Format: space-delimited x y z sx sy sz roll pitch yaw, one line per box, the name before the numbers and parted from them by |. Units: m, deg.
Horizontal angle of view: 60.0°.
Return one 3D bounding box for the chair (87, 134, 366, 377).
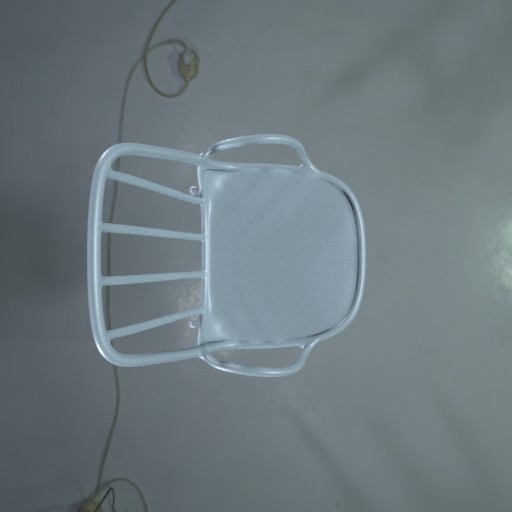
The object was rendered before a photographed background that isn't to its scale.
chair | 0.000 0.000 1.197 0.597 0.816 0.549 0 90 1
